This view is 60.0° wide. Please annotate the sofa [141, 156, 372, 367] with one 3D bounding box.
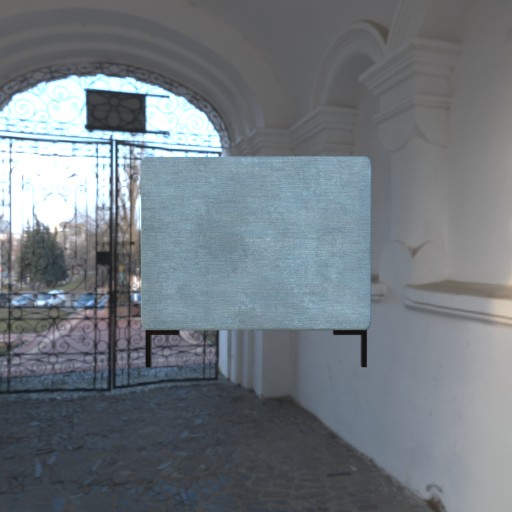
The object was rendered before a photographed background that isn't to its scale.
[{"bbox_3d":[0.000,0.000,2.284,0.686,0.635,1.981,0,1,0],"label":"sofa"}]
